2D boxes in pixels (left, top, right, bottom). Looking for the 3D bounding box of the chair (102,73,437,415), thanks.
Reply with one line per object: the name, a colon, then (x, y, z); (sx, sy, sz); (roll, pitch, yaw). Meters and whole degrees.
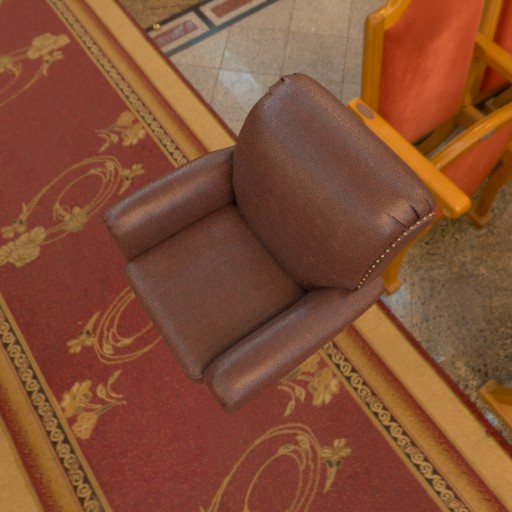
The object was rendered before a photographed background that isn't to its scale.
chair: (0.000, 0.000, 1.657); (0.890, 0.927, 0.854); (-32, 68, -15)
